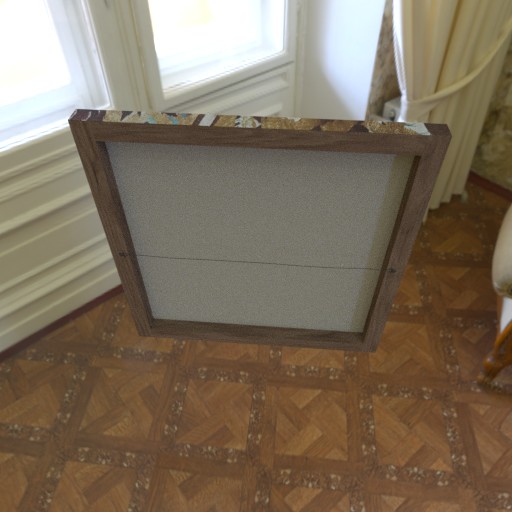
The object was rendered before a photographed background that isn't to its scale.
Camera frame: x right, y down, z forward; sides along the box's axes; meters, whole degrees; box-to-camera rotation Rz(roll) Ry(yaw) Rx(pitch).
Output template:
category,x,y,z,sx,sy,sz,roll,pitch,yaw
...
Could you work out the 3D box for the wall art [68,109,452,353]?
category,x,y,z,sx,sy,sz,roll,pitch,yaw
wall art,0.000,0.000,0.930,0.609,0.613,0.041,3,46,3
